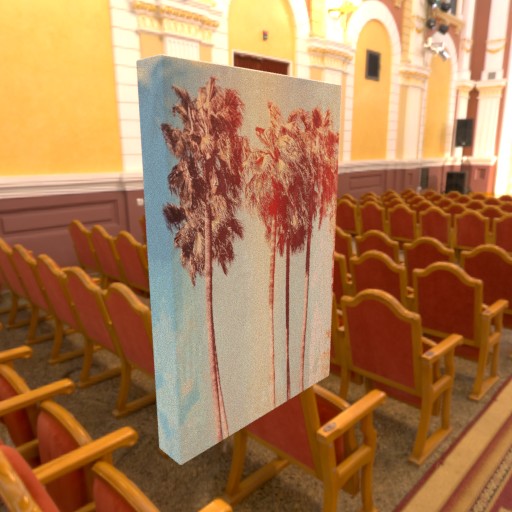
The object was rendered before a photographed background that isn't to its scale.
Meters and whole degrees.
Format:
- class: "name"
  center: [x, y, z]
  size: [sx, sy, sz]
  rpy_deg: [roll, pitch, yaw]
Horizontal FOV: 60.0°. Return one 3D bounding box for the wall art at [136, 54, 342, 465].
- class: "wall art"
  center: [0.000, 0.000, 0.494]
  size: [0.039, 0.380, 0.251]
  rpy_deg: [13, 19, 43]
